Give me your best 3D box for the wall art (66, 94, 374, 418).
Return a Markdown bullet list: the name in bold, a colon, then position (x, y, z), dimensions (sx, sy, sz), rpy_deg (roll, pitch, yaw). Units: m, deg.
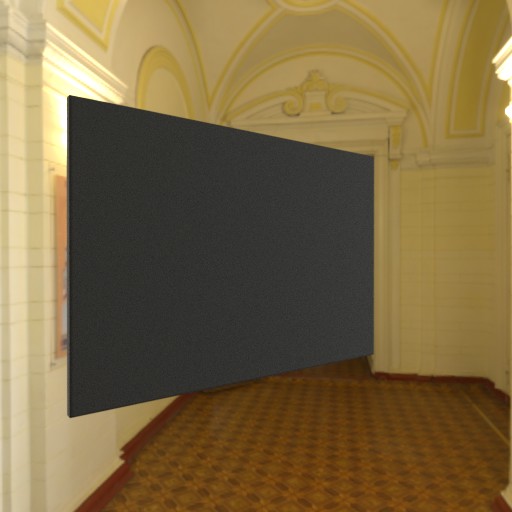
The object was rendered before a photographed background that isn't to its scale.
- **wall art**: position (0.000, 0.000, 1.200), dimensions (0.964, 0.659, 0.049), rpy_deg (0, 0, -35)
